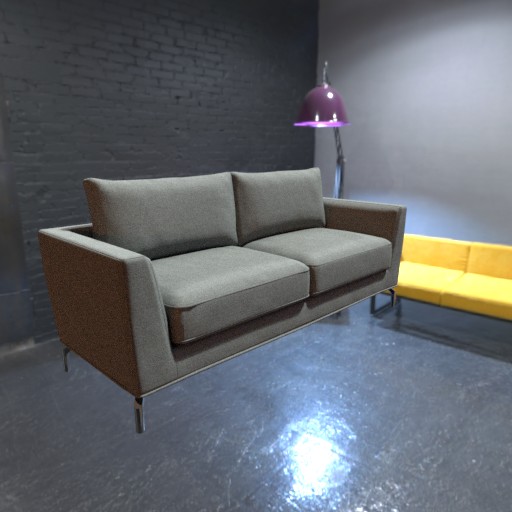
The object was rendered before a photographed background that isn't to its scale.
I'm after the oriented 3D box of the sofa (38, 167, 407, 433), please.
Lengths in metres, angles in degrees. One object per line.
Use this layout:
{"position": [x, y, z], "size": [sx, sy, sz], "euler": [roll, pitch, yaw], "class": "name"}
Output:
{"position": [0.000, 0.000, 2.704], "size": [2.212, 1.002, 0.869], "euler": [-13, 19, -43], "class": "sofa"}
